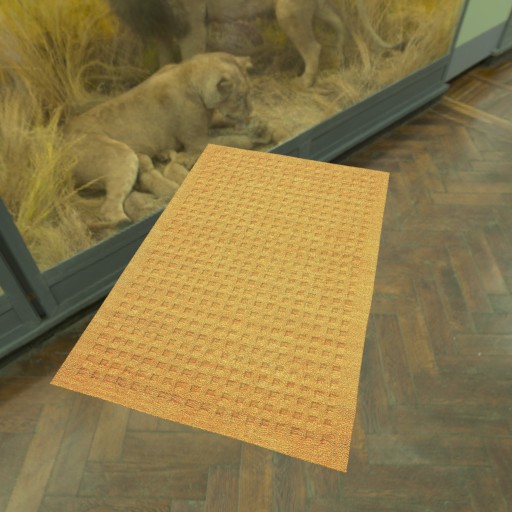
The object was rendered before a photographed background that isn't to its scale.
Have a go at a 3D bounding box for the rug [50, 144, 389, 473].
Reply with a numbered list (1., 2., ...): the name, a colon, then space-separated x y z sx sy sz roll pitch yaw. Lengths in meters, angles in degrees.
1. rug: 0.000 0.000 2.166 1.143 0.006 1.747 12 48 11
